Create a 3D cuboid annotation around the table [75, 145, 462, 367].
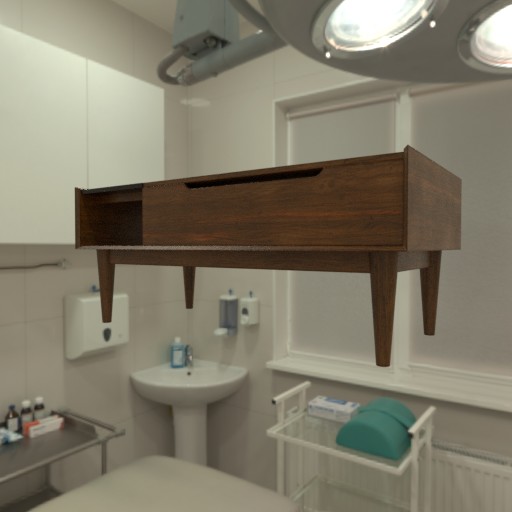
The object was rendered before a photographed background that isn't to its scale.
[{"bbox_3d":[0.000,0.000,1.559,1.221,0.508,0.610,1,2,35],"label":"table"}]
